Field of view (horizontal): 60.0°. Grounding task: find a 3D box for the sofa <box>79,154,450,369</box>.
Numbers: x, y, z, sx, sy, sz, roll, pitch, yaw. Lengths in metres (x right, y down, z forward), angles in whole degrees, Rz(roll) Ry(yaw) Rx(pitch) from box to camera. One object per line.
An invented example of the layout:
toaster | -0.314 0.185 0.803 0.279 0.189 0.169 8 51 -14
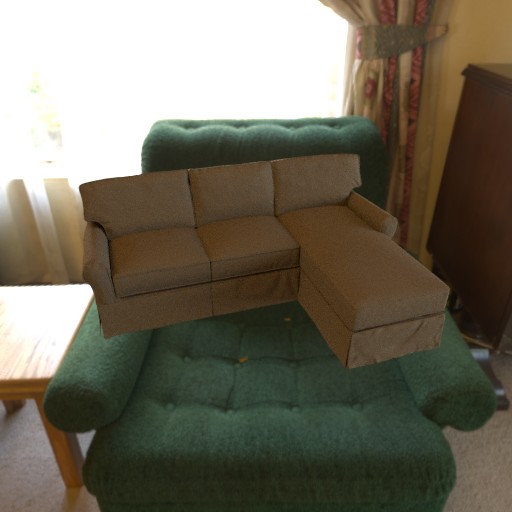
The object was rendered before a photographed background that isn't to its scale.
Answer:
sofa | 0.000 0.000 3.350 2.475 0.978 1.733 -9 32 -15
